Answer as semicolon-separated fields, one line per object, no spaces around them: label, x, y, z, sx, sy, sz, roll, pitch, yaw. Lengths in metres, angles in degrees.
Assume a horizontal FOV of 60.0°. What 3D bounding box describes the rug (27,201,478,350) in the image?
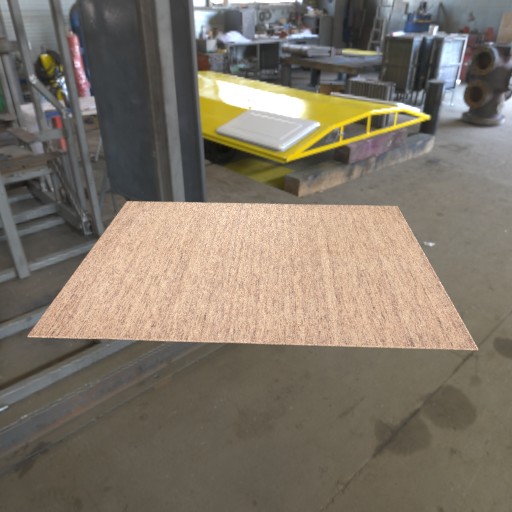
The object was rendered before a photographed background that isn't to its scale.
rug;0.000;0.000;4.198;3.205;0.013;2.448;1;30;2
